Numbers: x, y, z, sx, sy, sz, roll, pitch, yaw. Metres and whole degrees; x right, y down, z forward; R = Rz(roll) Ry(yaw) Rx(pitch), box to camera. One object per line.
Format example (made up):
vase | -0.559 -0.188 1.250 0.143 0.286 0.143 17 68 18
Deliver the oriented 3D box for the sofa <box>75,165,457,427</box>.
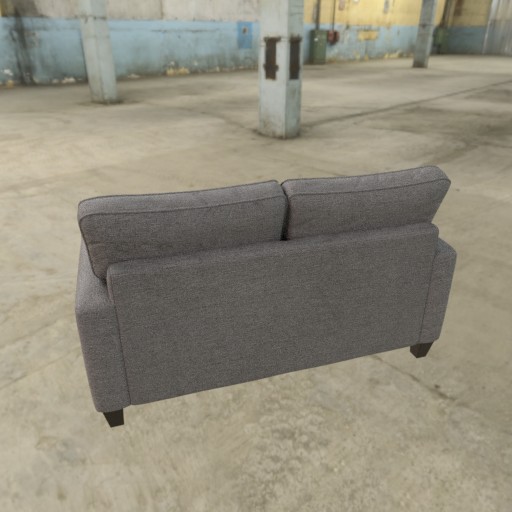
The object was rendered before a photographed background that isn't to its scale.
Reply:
sofa | 0.000 0.000 2.214 1.651 0.965 0.965 -8 27 -16
